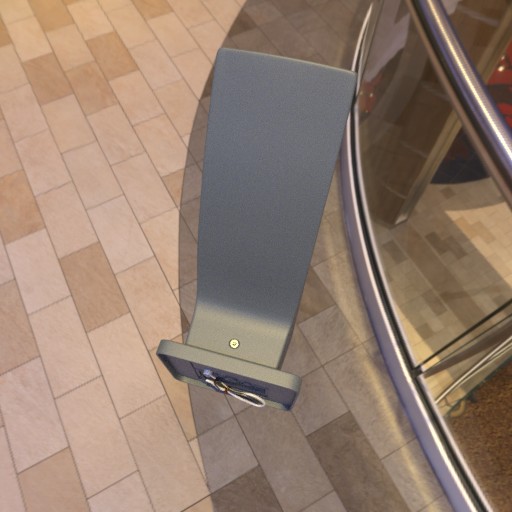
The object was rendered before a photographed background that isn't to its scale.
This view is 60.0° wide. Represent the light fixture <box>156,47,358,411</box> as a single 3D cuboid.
[{"bbox_3d":[0.000,0.000,0.328,0.108,0.243,0.174,14,64,7],"label":"light fixture"}]
